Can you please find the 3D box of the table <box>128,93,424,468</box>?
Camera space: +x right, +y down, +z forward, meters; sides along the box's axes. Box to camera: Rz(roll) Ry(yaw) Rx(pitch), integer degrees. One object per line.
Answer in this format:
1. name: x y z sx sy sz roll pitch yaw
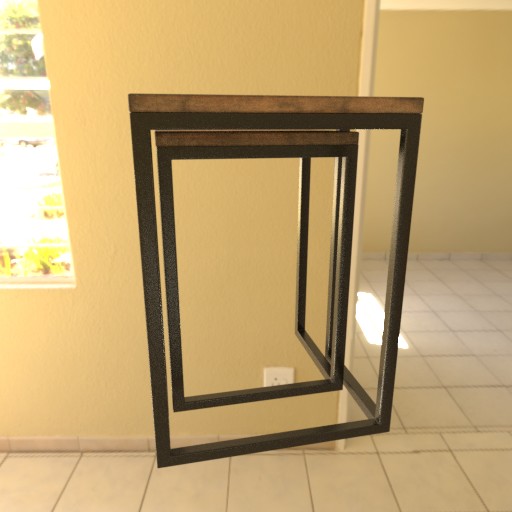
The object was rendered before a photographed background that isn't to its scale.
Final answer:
1. table: 0.000 0.000 0.936 0.456 0.615 0.460 -3 17 -10
